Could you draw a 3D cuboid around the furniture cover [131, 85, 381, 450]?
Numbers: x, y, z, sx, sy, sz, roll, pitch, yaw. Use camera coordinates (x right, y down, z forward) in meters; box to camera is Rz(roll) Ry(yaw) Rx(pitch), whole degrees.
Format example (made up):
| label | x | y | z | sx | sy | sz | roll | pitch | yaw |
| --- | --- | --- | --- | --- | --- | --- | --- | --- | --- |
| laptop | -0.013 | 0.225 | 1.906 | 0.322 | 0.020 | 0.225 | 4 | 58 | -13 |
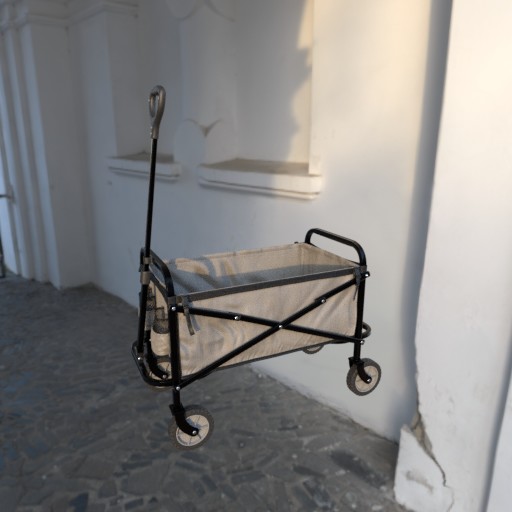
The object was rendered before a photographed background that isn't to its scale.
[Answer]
| label | x | y | z | sx | sy | sz | roll | pitch | yaw |
| --- | --- | --- | --- | --- | --- | --- | --- | --- | --- |
| furniture cover | 0.000 | 0.000 | 1.838 | 1.038 | 1.295 | 0.532 | -8 | 17 | -25 |
